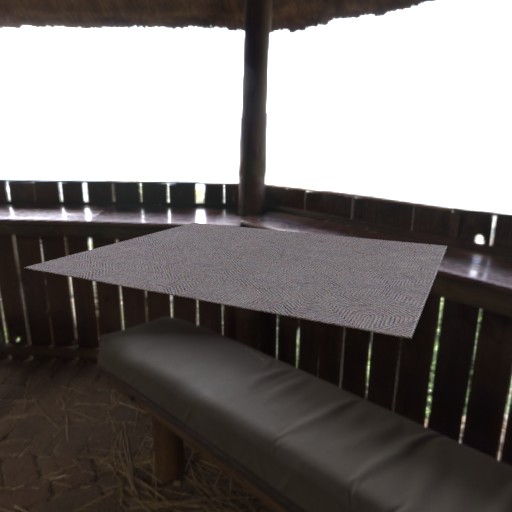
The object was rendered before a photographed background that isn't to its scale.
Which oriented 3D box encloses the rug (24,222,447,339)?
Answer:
[{"bbox_3d":[0.000,0.000,4.033,3.046,0.008,2.442,7,16,26],"label":"rug"}]
